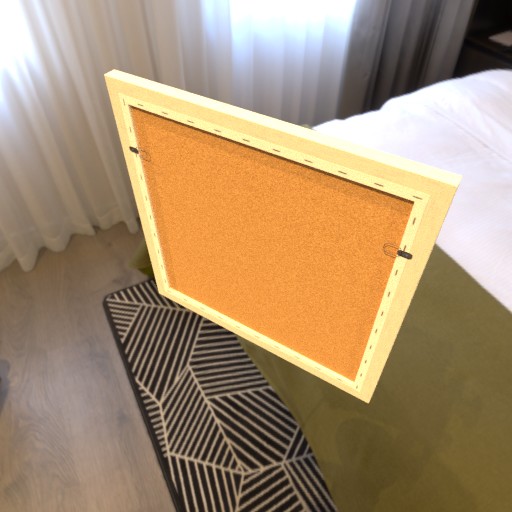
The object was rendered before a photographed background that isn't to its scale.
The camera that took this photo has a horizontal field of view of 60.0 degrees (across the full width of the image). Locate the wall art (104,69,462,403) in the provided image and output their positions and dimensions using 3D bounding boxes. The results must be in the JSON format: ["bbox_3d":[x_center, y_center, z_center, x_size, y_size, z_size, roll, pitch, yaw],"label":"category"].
[{"bbox_3d":[0.000,0.000,1.492,1.016,1.016,0.045,24,51,21],"label":"wall art"}]
